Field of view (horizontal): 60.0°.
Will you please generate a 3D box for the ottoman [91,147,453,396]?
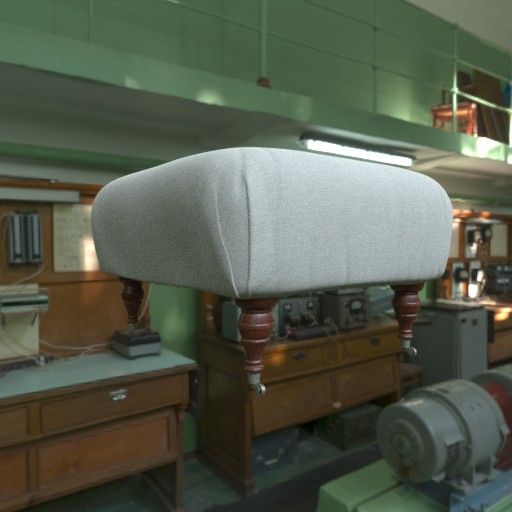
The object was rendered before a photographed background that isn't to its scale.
[{"bbox_3d":[0.000,0.000,1.121,0.639,0.450,0.746,-1,2,-36],"label":"ottoman"}]
